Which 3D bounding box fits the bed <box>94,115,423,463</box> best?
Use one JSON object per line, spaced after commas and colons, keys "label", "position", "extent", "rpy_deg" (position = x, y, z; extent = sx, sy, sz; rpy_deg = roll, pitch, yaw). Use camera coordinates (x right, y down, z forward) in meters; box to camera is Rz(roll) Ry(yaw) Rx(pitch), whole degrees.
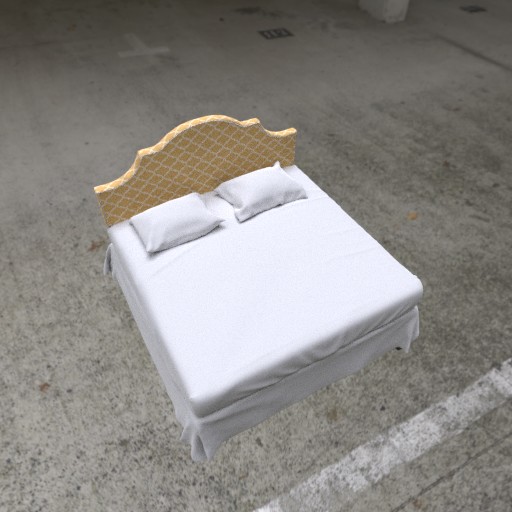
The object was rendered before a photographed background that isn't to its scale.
{"label": "bed", "position": [0.000, 0.000, 3.726], "extent": [2.314, 1.601, 2.222], "rpy_deg": [-22, 50, -20]}
